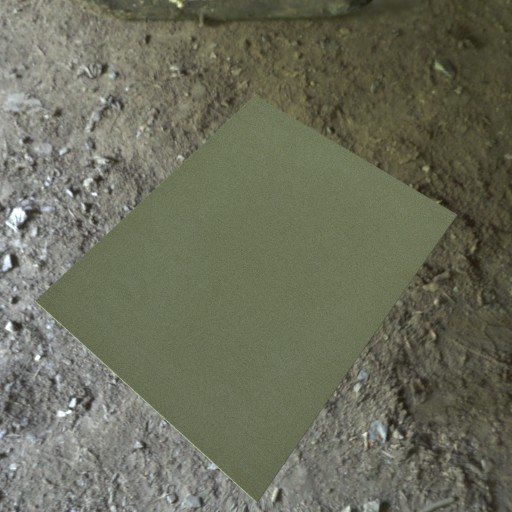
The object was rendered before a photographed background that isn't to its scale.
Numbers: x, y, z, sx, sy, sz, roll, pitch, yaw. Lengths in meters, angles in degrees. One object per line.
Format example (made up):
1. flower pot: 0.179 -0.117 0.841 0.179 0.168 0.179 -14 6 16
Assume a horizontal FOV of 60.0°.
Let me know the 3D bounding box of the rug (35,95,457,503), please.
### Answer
1. rug: 0.000 0.000 3.394 2.073 0.011 2.584 36 69 16
